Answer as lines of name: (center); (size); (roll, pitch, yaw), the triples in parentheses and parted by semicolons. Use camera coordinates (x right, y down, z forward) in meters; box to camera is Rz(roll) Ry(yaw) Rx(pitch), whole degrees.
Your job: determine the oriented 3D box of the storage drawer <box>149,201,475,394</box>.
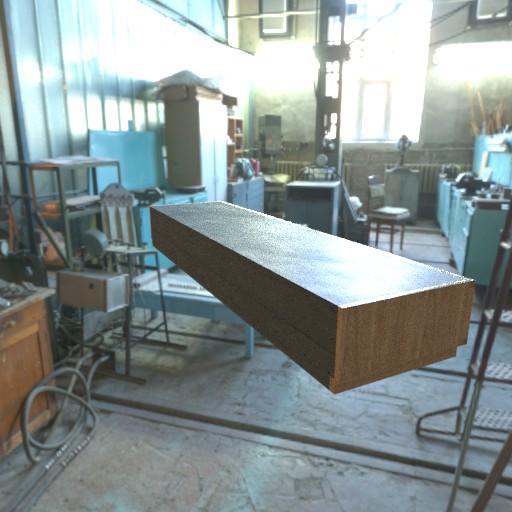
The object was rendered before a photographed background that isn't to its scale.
storage drawer: (0.000, 0.000, 2.182); (0.538, 0.264, 2.032); (-7, 17, -26)
